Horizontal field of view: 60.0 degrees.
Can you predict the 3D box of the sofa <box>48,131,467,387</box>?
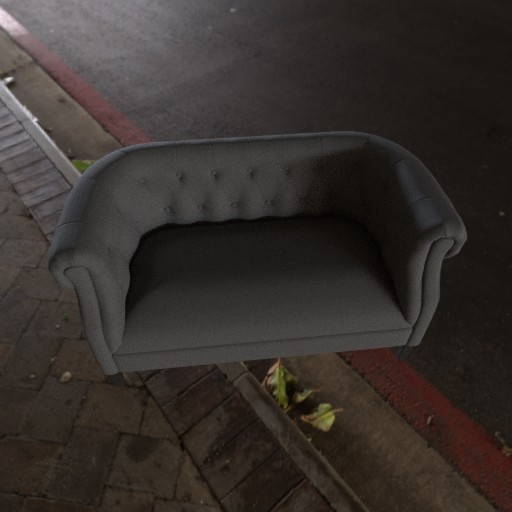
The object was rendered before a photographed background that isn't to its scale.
[{"bbox_3d":[0.000,0.000,2.054,1.558,0.827,0.835,-4,48,-4],"label":"sofa"}]
